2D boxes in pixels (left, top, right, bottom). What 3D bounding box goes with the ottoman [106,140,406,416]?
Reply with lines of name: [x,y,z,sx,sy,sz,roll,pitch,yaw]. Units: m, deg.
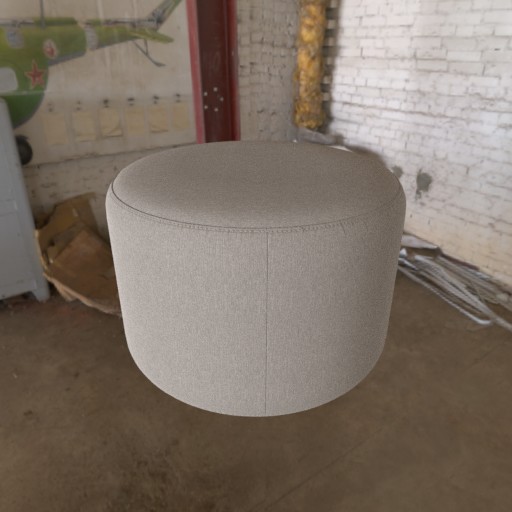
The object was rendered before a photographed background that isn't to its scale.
ottoman: [0.000,0.000,1.000,0.608,0.433,0.608,0,26,0]
